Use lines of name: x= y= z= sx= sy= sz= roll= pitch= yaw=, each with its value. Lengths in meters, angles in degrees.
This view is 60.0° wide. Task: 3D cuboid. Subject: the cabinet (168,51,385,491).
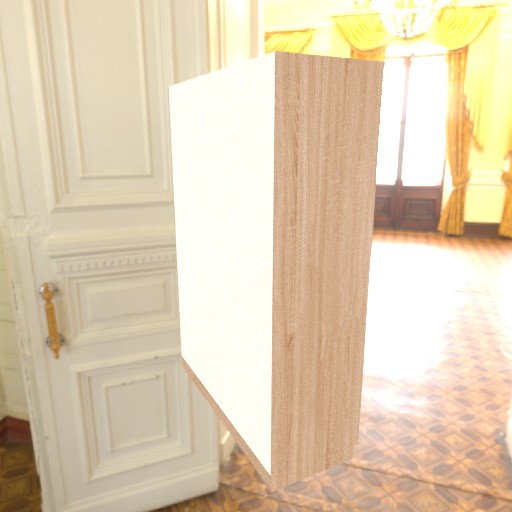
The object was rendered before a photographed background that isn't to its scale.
cabinet: x=0.000 y=0.000 z=2.808 sx=0.590 sy=2.120 sz=1.500 roll=-8 pitch=17 yaw=-26
